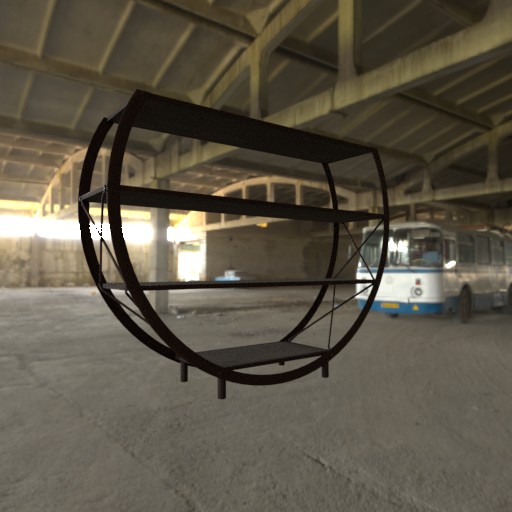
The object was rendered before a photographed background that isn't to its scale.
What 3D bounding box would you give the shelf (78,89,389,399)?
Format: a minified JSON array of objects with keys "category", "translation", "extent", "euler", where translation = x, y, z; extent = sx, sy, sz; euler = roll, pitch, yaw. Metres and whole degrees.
[{"category":"shelf","translation":[0.000,0.000,1.926],"extent":[1.403,1.063,0.344],"euler":[1,-2,-36]}]
